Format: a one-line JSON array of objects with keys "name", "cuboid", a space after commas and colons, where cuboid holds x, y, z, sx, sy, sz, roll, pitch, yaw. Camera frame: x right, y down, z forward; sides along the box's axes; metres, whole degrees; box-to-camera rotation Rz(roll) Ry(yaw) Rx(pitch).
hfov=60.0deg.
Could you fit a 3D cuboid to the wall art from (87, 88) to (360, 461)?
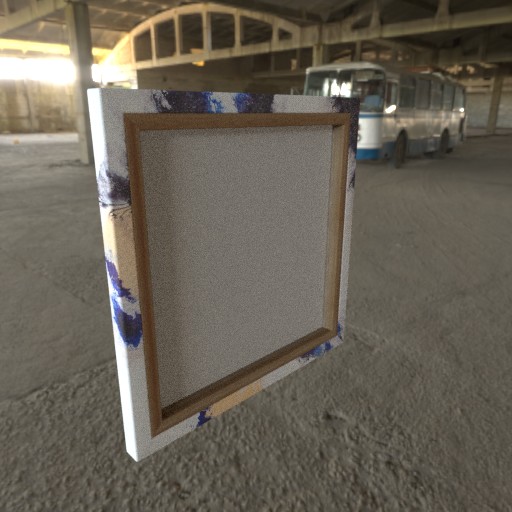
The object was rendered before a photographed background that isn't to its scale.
[{"name": "wall art", "cuboid": [0.000, 0.000, 0.887, 0.609, 0.609, 0.039, -17, 24, -41]}]
